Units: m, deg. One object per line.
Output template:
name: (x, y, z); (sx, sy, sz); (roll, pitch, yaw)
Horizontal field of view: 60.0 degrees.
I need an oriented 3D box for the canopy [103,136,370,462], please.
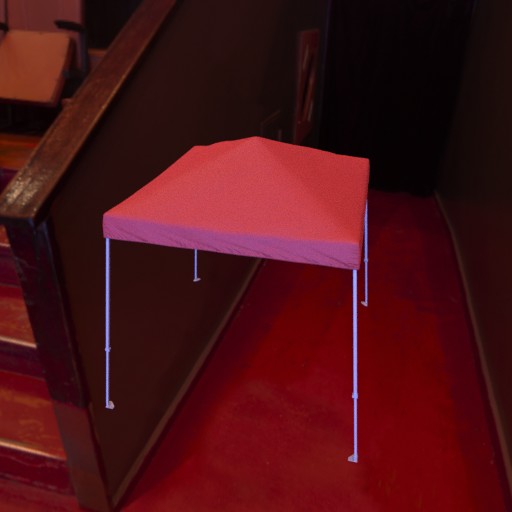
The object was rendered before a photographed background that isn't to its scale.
canopy: (0.000, 0.000, 6.697); (3.599, 3.600, 3.600); (7, 31, 12)
